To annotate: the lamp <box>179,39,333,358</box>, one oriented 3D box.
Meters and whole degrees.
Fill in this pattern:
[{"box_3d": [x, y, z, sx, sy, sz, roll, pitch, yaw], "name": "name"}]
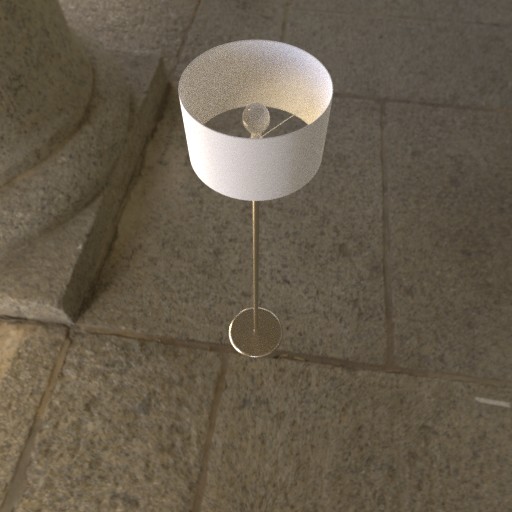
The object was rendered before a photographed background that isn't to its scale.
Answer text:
[{"box_3d": [0.000, 0.000, 1.606, 0.347, 1.443, 0.347, -18, 60, -11], "name": "lamp"}]
